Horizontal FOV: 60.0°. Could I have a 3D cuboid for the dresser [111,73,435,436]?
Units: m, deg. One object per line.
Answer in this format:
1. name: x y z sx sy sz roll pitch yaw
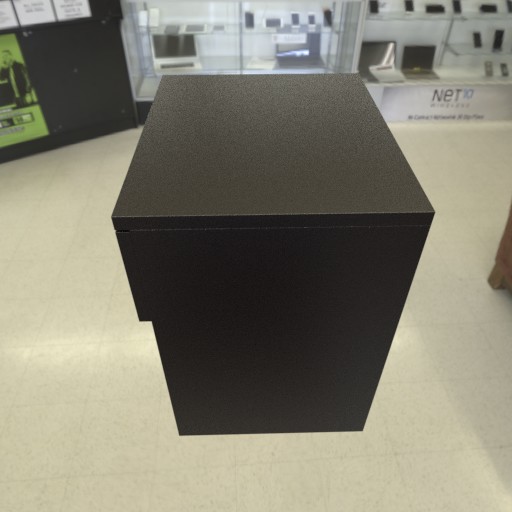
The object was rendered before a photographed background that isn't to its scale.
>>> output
1. dresser: 0.000 0.000 0.759 0.360 0.470 0.400 -1 42 -1
